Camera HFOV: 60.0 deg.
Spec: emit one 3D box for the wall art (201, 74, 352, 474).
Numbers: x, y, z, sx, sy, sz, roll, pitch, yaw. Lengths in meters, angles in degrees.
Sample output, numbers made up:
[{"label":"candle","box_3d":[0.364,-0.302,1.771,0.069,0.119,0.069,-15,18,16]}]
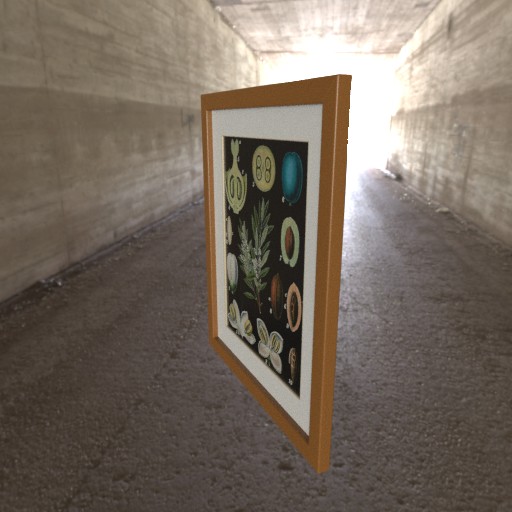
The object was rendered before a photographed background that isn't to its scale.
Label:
[{"label":"wall art","box_3d":[0.000,0.000,0.770,0.021,0.550,0.449,-8,19,-25]}]
